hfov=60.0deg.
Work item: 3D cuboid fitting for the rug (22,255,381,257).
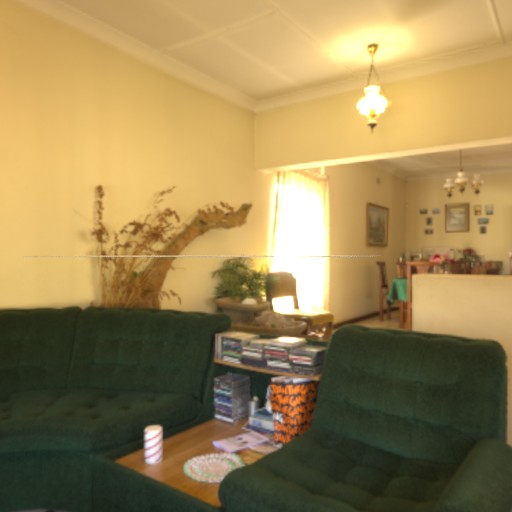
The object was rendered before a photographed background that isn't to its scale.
[{"bbox_3d":[0.000,0.000,3.003,1.519,0.003,2.453,0,0,18],"label":"rug"}]
